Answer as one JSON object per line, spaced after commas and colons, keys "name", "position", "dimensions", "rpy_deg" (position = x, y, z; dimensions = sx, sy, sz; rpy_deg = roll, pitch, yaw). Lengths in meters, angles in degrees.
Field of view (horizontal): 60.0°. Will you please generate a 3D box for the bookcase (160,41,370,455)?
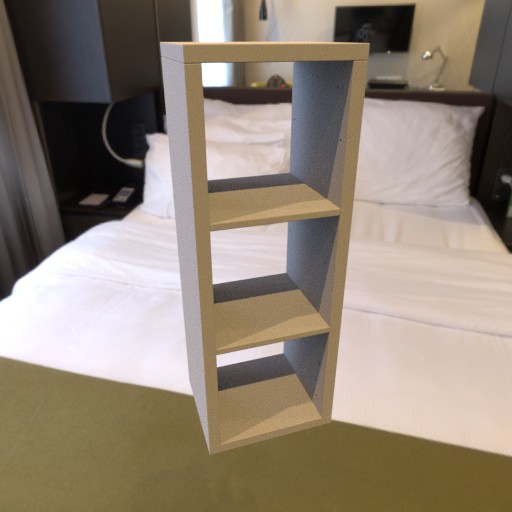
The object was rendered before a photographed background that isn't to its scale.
{"name": "bookcase", "position": [0.000, 0.000, 1.245], "dimensions": [0.390, 1.080, 0.330], "rpy_deg": [-8, 28, -16]}
